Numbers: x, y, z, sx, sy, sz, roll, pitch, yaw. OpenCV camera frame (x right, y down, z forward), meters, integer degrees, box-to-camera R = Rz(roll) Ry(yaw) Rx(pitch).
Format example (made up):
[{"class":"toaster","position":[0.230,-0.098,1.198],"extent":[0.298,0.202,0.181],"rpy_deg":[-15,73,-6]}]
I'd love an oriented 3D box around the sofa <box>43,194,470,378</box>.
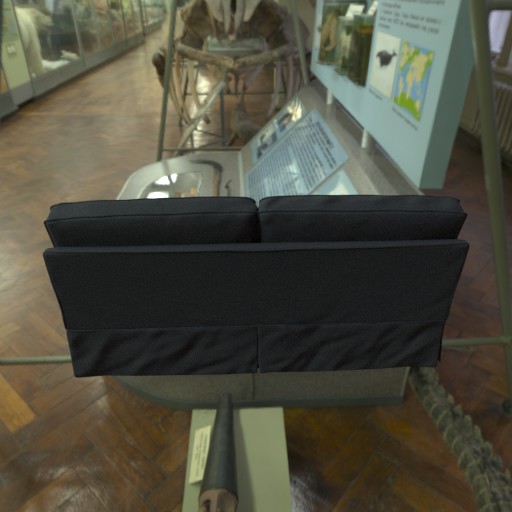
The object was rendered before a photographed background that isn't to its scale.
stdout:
[{"class":"sofa","position":[0.000,0.000,2.834],"extent":[2.256,1.094,0.983],"rpy_deg":[-1,31,-2]}]
